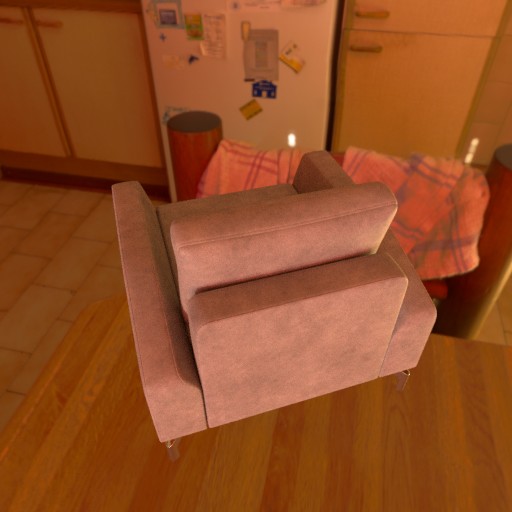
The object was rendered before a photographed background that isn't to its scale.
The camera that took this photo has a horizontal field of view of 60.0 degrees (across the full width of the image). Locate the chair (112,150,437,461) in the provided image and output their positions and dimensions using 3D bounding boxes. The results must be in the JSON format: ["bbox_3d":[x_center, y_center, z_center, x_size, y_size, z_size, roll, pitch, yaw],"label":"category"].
[{"bbox_3d":[0.000,0.000,1.578,0.900,0.800,0.900,-12,44,-13],"label":"chair"}]
